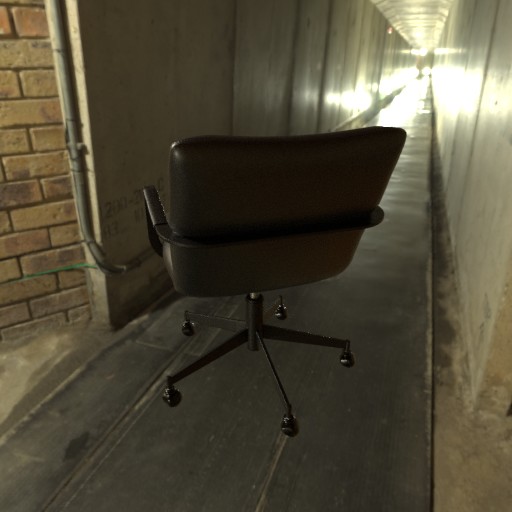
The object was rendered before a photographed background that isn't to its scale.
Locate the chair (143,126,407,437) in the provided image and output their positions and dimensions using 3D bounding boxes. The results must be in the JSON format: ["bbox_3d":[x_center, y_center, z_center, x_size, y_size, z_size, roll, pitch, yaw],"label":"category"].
[{"bbox_3d":[0.000,0.000,1.481,0.719,0.922,0.748,-8,26,-16],"label":"chair"}]
